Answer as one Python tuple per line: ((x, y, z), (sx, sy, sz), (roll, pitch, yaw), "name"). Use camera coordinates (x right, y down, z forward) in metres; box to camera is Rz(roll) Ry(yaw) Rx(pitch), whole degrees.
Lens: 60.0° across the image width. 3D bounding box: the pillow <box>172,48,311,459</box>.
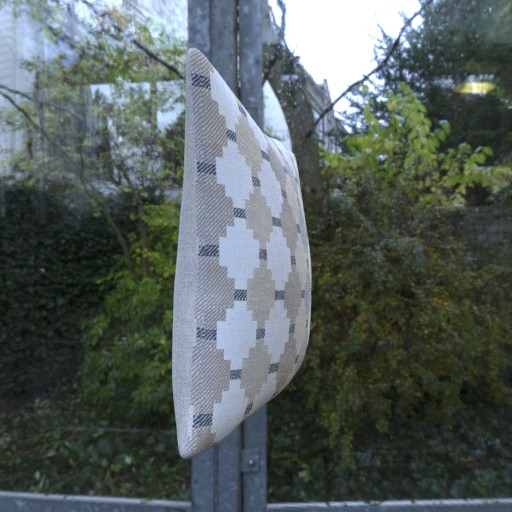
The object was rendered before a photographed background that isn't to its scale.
((0.000, 0.000, 0.852), (0.192, 0.558, 0.578), (0, -1, 19), "pillow")
